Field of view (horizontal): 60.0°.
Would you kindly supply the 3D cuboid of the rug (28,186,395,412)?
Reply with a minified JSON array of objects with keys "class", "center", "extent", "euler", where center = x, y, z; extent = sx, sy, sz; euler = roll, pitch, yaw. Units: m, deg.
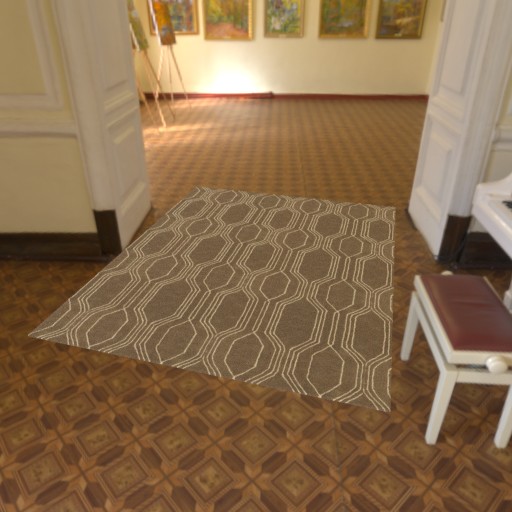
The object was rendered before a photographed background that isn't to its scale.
[{"class":"rug","center":[0.000,0.000,4.093],"extent":[2.457,0.012,3.062],"euler":[8,30,14]}]
